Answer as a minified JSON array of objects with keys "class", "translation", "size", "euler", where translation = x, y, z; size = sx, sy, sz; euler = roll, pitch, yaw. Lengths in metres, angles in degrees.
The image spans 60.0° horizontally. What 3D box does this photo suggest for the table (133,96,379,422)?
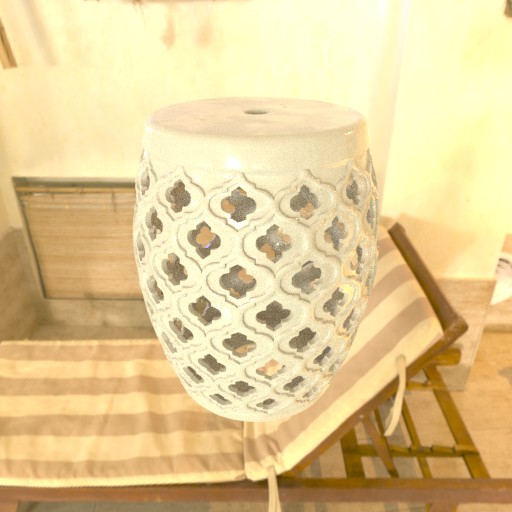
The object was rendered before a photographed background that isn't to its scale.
[{"class":"table","translation":[0.000,0.000,0.619],"size":[0.325,0.388,0.325],"euler":[0,28,0]}]
